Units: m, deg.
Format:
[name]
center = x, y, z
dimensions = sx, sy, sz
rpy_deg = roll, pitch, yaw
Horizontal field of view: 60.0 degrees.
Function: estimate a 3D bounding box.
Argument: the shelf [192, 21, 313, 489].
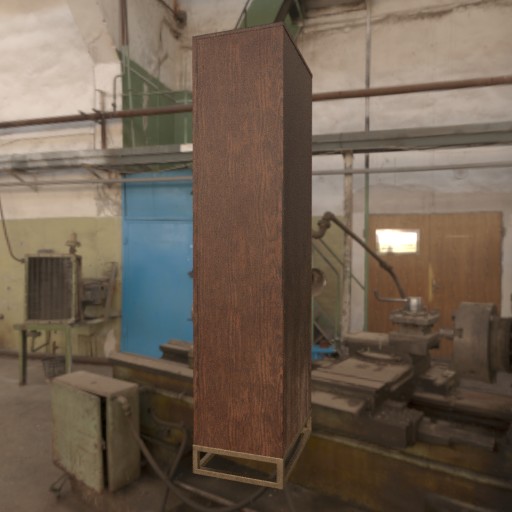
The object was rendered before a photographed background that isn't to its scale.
[shelf]
center = 0.000, 0.000, 1.955
dimensions = 0.395, 1.732, 0.539
rpy_deg = 0, 1, 19
